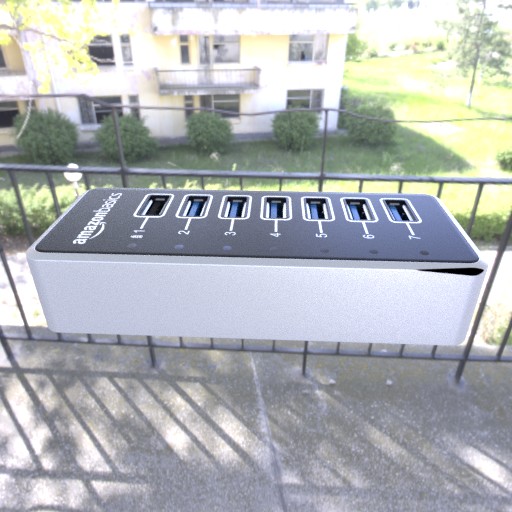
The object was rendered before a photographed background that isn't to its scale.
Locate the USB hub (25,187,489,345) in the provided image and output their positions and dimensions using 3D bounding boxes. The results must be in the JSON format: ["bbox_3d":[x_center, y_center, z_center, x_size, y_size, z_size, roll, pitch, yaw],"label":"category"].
[{"bbox_3d":[0.000,0.000,0.126,0.110,0.023,0.044,1,31,2],"label":"USB hub"}]
